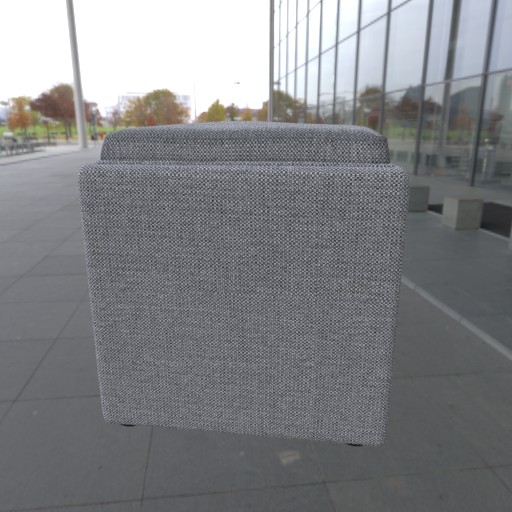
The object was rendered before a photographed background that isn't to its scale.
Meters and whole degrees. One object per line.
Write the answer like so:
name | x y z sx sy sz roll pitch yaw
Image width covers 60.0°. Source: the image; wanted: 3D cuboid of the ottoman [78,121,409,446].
ottoman | 0.000 0.000 0.839 0.454 0.487 0.436 2 16 7
